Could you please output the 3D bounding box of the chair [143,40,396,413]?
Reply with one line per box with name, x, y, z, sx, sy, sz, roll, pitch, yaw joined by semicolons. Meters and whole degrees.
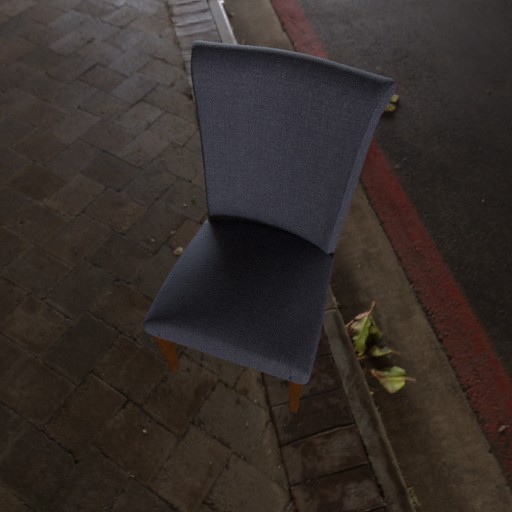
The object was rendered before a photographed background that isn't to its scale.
chair;0.000;0.000;1.335;0.513;0.988;0.608;16;59;10
